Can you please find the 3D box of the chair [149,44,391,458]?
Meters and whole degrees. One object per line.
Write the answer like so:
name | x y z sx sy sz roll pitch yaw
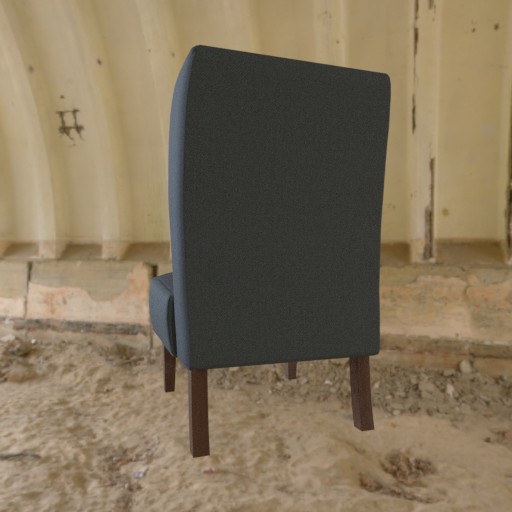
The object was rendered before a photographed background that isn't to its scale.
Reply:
chair | 0.000 0.000 1.176 0.513 0.804 0.592 0 0 -20
